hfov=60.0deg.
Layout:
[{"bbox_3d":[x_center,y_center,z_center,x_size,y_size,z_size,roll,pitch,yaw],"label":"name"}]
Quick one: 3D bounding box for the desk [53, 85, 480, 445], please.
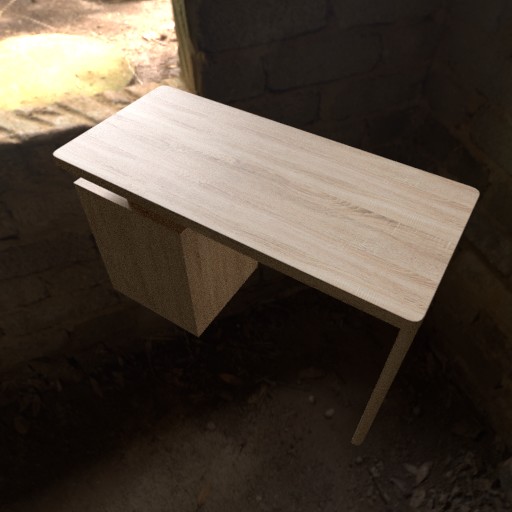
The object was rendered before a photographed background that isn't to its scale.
[{"bbox_3d":[0.000,0.000,1.622,1.200,0.760,0.550,25,52,21],"label":"desk"}]
